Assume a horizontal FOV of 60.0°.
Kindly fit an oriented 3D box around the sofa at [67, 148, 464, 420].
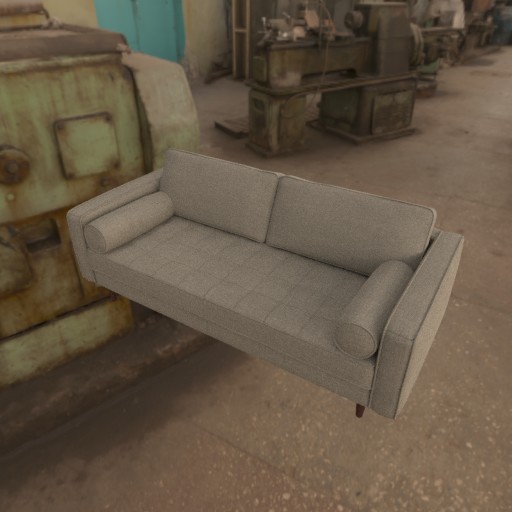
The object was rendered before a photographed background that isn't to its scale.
[{"bbox_3d":[0.000,0.000,2.349,1.879,0.762,0.914,19,37,27],"label":"sofa"}]
